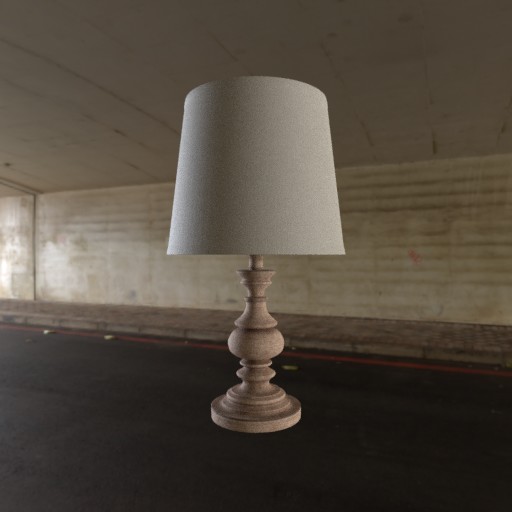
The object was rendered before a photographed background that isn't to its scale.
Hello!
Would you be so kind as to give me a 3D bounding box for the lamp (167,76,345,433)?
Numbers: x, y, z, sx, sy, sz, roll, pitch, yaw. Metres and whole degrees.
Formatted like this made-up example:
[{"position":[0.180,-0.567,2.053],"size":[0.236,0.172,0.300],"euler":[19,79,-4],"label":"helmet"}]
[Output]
[{"position":[0.000,0.000,0.691],"size":[0.273,0.497,0.273],"euler":[0,0,0],"label":"lamp"}]
